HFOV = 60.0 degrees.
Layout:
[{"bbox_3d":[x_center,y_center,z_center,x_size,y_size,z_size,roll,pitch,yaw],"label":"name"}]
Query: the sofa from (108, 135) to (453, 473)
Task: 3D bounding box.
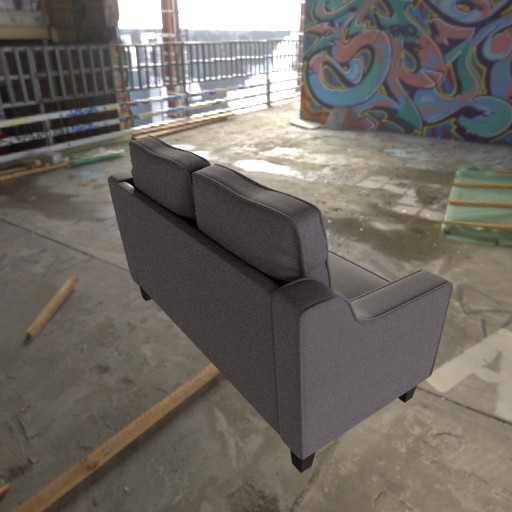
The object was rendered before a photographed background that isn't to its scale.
[{"bbox_3d":[0.000,0.000,2.018,0.791,0.948,1.500,-18,32,-31],"label":"sofa"}]
